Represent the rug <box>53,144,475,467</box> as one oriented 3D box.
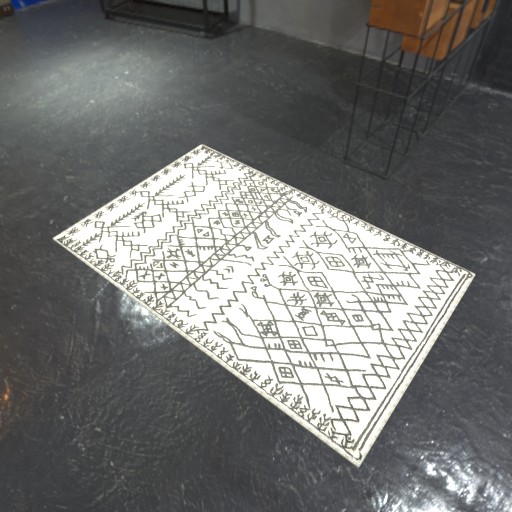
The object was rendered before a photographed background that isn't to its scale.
[{"bbox_3d":[0.000,0.000,3.002,2.444,0.012,1.526,30,54,25],"label":"rug"}]
